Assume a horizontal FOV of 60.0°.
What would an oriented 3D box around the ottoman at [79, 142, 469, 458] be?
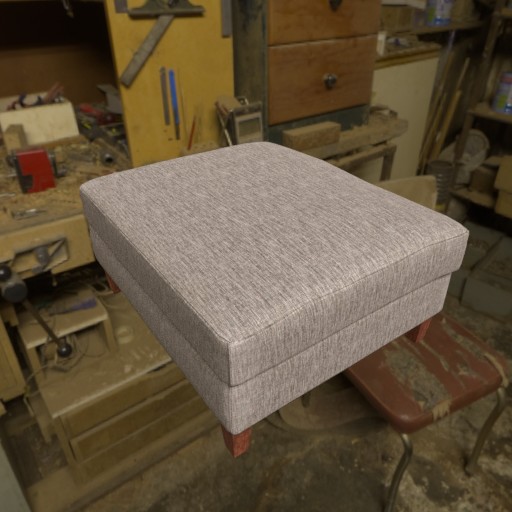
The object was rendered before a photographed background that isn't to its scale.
[{"bbox_3d":[0.000,0.000,1.493,0.839,0.492,0.994,-21,38,-29],"label":"ottoman"}]
